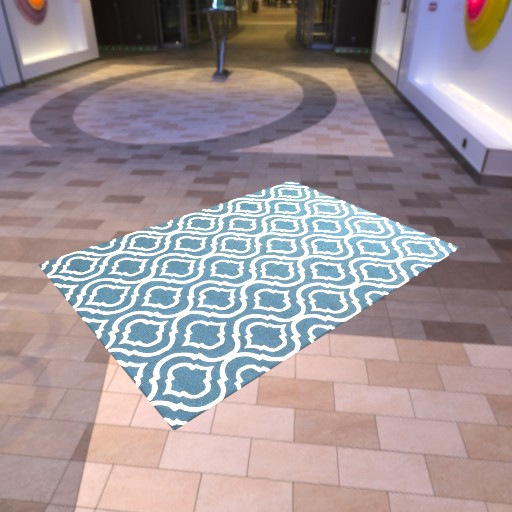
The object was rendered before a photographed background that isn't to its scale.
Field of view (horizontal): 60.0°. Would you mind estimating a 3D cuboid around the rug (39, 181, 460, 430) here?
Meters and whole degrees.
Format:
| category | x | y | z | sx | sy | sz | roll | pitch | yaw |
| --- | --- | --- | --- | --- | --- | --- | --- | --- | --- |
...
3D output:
| category | x | y | z | sx | sy | sz | roll | pitch | yaw |
| --- | --- | --- | --- | --- | --- | --- | --- | --- | --- |
| rug | 0.000 | 0.000 | 4.342 | 3.353 | 0.010 | 2.438 | -24 | 38 | -34 |
